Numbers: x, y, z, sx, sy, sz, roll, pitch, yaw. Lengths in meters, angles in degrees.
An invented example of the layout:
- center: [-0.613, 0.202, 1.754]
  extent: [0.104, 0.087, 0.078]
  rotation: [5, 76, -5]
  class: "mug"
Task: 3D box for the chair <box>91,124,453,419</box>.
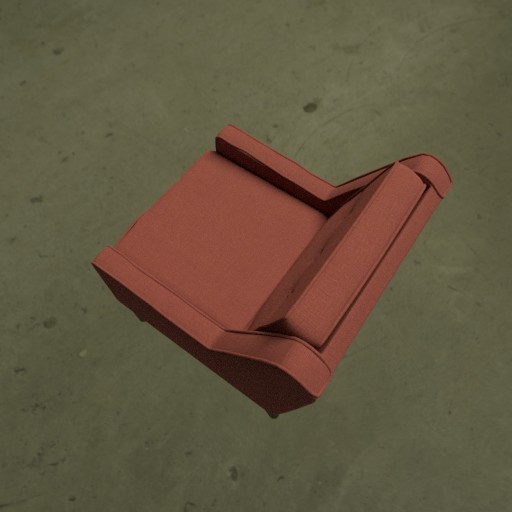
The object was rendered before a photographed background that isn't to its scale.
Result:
- center: [0.000, 0.000, 1.391]
  extent: [0.770, 0.812, 0.680]
  rotation: [32, 67, 16]
  class: "chair"
